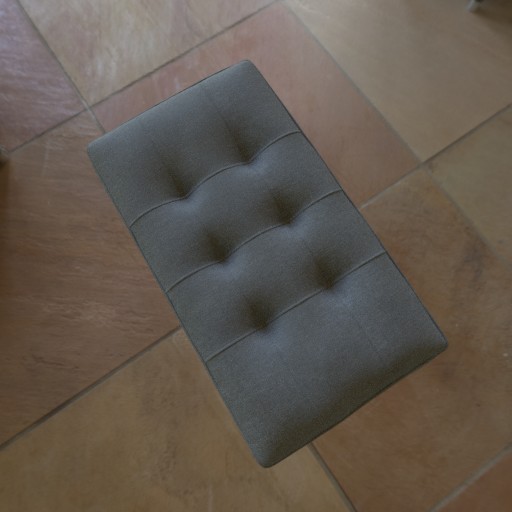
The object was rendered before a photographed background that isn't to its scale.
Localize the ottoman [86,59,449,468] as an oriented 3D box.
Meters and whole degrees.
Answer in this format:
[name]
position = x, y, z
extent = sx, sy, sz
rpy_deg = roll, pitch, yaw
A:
[ottoman]
position = 0.000, 0.000, 1.526
extent = 0.648, 0.514, 1.143
rpy_deg = -30, 77, -7
